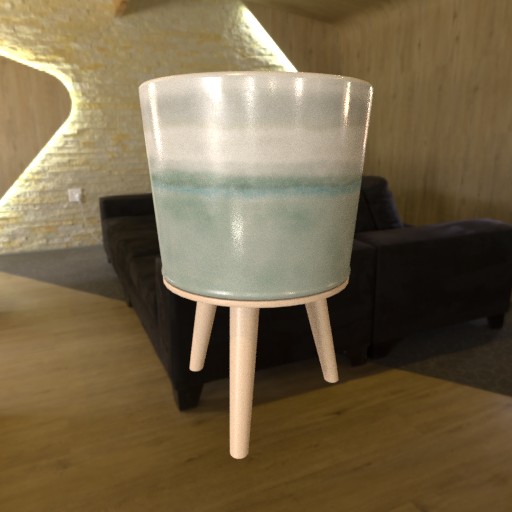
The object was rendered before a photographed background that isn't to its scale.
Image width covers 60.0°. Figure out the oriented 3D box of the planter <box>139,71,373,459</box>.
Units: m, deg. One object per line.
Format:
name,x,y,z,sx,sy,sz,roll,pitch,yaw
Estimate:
planter,0.000,0.000,0.565,0.265,0.404,0.265,-2,15,-8
